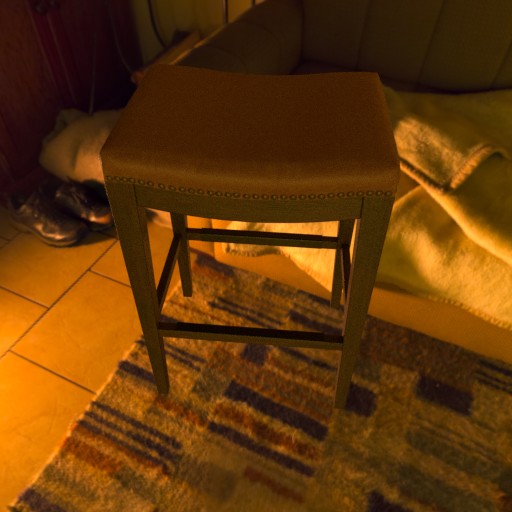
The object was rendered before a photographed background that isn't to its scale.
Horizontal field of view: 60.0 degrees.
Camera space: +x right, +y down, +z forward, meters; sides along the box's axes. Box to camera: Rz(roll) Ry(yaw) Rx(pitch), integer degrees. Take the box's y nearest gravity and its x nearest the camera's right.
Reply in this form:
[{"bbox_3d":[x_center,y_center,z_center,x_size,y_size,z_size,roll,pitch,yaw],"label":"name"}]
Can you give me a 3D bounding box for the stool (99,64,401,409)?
[{"bbox_3d":[0.000,0.000,1.042,0.500,0.759,0.361,4,46,4],"label":"stool"}]
